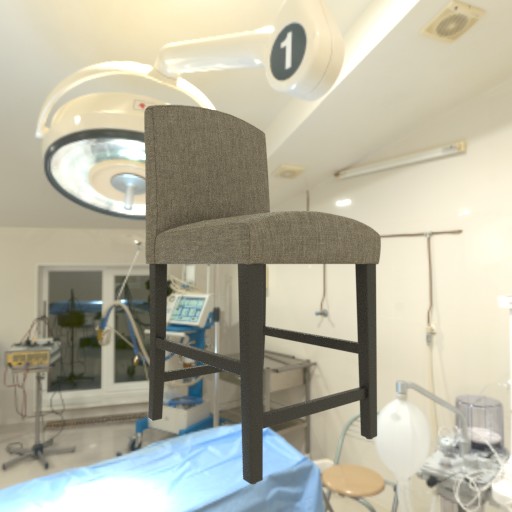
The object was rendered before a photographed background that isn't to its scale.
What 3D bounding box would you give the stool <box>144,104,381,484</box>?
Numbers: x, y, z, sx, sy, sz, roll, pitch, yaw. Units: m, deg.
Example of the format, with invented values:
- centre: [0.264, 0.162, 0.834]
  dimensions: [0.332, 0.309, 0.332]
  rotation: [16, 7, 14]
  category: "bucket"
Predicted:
- centre: [0.000, 0.000, 1.252]
  dimensions: [0.451, 0.966, 0.552]
  rotation: [1, -1, -38]
  category: "stool"
